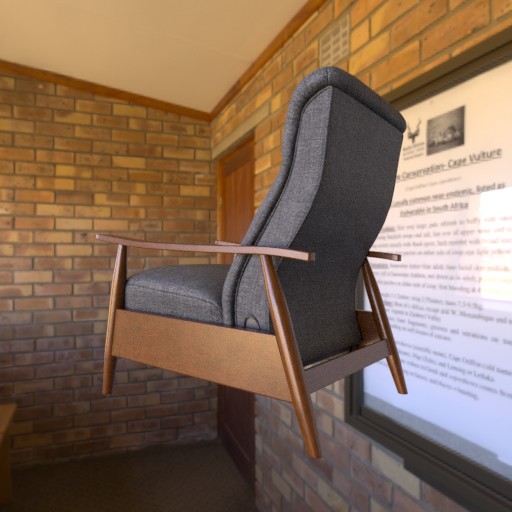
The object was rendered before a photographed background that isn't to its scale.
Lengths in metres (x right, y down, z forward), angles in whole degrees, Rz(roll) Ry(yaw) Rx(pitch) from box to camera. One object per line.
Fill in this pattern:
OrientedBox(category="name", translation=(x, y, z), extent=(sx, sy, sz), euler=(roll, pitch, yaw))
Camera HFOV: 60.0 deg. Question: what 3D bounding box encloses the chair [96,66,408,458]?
OrientedBox(category="chair", translation=(0.000, 0.000, 1.752), extent=(1.030, 1.082, 0.762), euler=(0, -1, 37))
